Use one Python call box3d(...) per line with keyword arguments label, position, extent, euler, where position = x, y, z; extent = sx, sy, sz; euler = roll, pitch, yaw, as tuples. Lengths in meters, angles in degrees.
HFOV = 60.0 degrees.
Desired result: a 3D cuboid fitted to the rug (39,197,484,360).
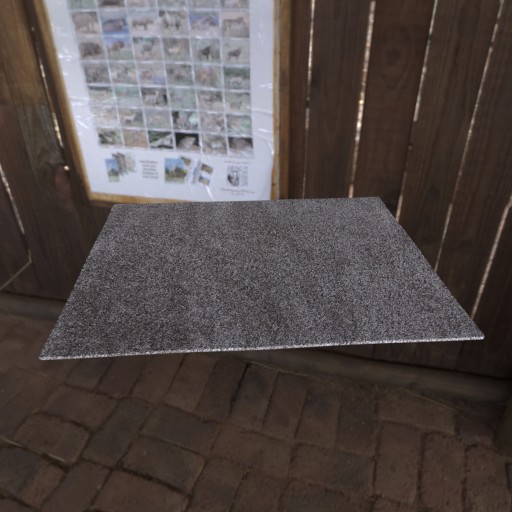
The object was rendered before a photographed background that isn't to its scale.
box3d(label="rug", position=(0.000, 0.000, 3.990), extent=(3.000, 0.025, 2.401), euler=(-2, 31, -3))
